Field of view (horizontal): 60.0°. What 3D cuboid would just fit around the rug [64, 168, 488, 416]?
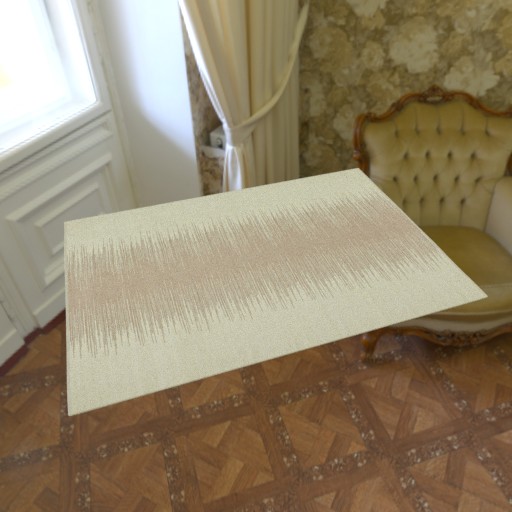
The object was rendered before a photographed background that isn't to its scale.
[{"bbox_3d":[0.000,0.000,2.257,1.850,0.006,1.234,-13,43,-14],"label":"rug"}]
